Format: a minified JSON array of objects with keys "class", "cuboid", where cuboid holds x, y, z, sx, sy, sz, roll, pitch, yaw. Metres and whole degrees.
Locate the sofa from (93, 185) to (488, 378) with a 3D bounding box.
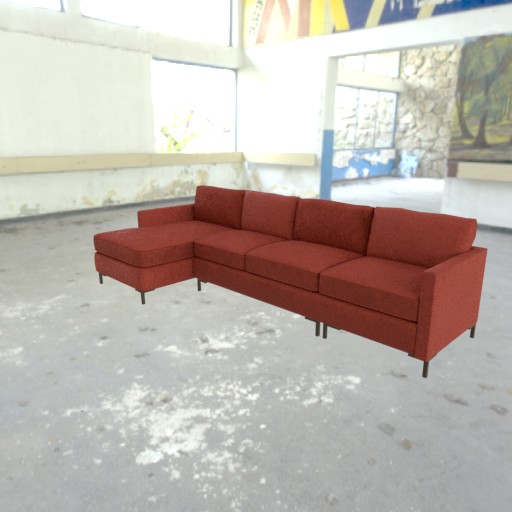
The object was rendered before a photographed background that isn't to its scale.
[{"class":"sofa","cuboid":[0.000,0.000,3.999,3.400,0.967,1.500,15,21,43]}]
